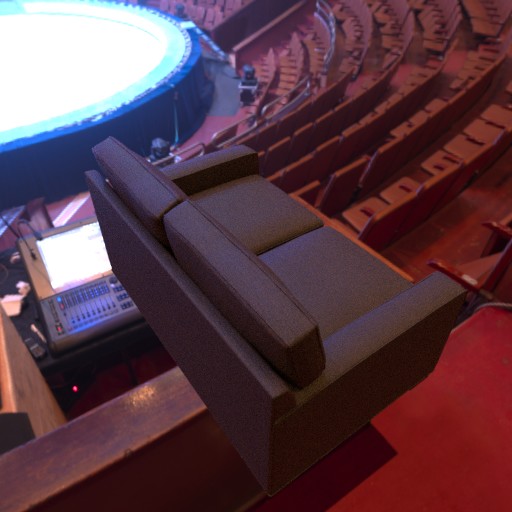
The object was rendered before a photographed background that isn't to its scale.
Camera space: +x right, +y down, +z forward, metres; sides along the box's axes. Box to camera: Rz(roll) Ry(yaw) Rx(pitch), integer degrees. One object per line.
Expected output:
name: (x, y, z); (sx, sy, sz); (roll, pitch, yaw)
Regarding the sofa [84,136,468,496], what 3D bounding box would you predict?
sofa: (0.000, 0.000, 2.058); (0.974, 0.887, 1.534); (-25, 46, -26)
